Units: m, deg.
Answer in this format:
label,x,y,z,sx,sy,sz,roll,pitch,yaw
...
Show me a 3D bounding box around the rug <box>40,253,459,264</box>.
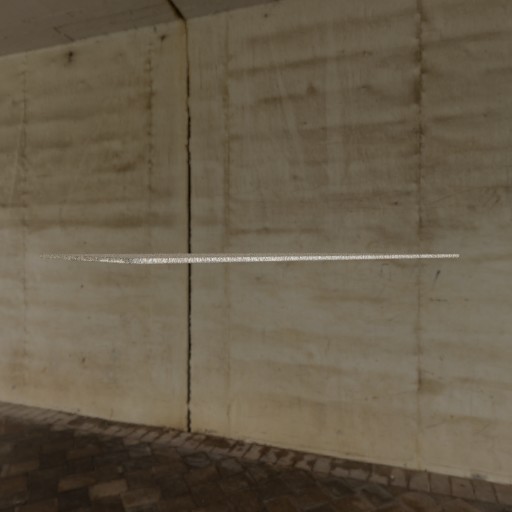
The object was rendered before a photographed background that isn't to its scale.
label,x,y,z,sx,sy,sz,roll,pitch,yaw
rug,0.000,0.000,3.396,2.698,0.025,1.798,-1,1,-37
